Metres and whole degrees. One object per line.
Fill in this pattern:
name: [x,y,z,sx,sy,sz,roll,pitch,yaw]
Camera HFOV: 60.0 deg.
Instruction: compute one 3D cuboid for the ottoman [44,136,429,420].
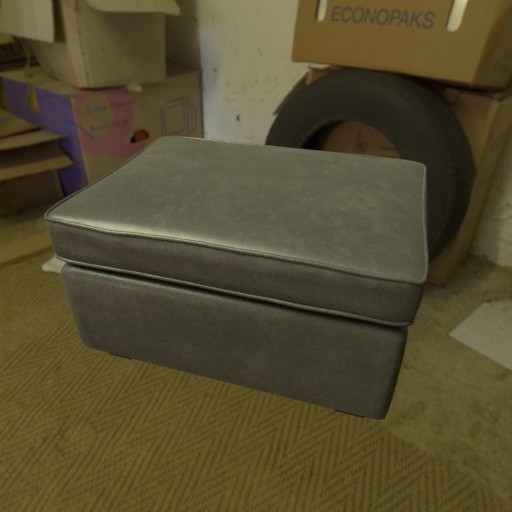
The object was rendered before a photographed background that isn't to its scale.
ottoman: [0.000,0.000,1.112,0.756,0.445,0.554,10,35,14]
